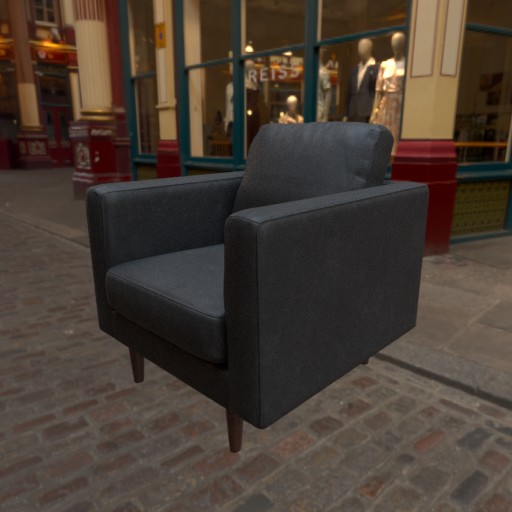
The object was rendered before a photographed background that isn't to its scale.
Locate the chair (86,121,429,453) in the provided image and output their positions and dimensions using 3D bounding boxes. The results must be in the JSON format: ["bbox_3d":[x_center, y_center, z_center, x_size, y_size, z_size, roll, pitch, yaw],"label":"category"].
[{"bbox_3d":[0.000,0.000,1.537,0.831,0.898,0.879,15,21,42],"label":"chair"}]
